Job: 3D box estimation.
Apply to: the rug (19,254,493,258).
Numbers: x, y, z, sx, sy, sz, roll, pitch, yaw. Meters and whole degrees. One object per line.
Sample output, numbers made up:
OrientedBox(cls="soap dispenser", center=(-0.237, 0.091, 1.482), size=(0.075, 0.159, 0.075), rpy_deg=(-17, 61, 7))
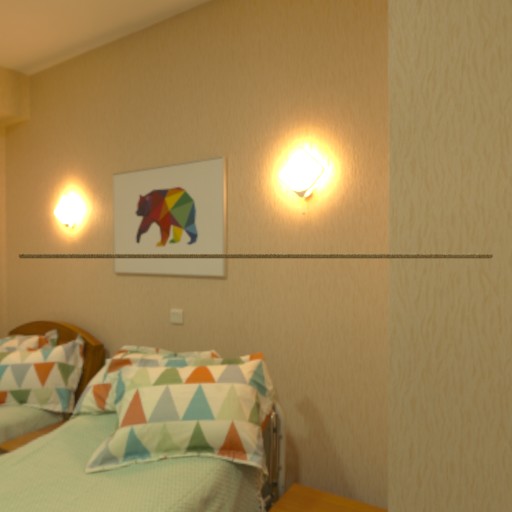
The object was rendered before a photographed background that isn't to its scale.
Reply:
OrientedBox(cls="rug", center=(0.000, 0.000, 3.421), size=(2.699, 0.025, 1.800), rpy_deg=(0, 0, 0))
